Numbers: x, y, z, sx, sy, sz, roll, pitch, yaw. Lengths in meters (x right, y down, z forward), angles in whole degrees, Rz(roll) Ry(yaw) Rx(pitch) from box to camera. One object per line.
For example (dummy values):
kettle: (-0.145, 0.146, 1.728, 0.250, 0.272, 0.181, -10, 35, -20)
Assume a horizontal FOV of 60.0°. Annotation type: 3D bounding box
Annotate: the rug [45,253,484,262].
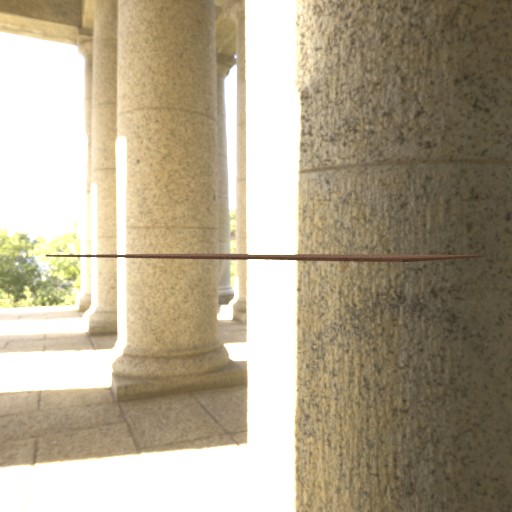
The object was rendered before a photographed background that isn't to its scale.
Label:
rug: (0.000, 0.000, 2.902, 2.438, 0.014, 1.524, 1, 1, 36)
